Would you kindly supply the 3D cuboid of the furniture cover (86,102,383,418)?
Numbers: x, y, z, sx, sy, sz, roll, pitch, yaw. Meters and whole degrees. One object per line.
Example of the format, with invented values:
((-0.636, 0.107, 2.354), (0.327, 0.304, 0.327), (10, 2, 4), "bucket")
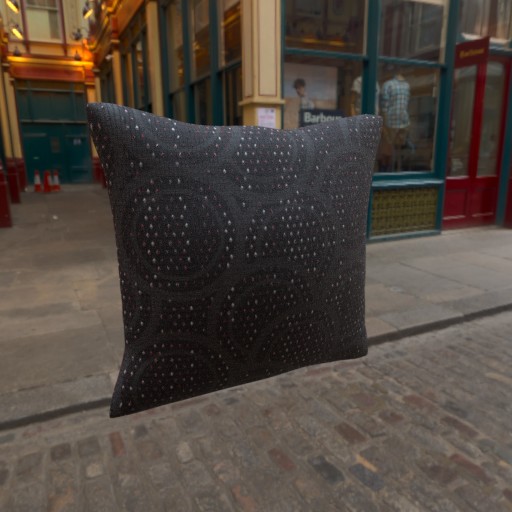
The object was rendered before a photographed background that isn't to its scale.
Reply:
((0.000, 0.000, 0.808), (0.552, 0.509, 0.193), (-7, 15, -26), "furniture cover")
